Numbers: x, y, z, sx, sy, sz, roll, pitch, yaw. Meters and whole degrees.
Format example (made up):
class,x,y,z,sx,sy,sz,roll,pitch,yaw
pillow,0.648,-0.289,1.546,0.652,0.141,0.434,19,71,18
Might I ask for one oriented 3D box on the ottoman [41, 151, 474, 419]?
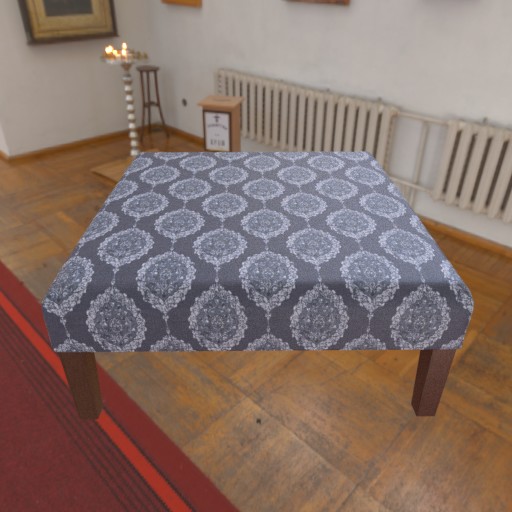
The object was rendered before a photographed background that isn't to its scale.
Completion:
class,x,y,z,sx,sy,sz,roll,pitch,yaw
ottoman,0.000,0.000,1.348,0.889,0.409,0.890,0,31,0
